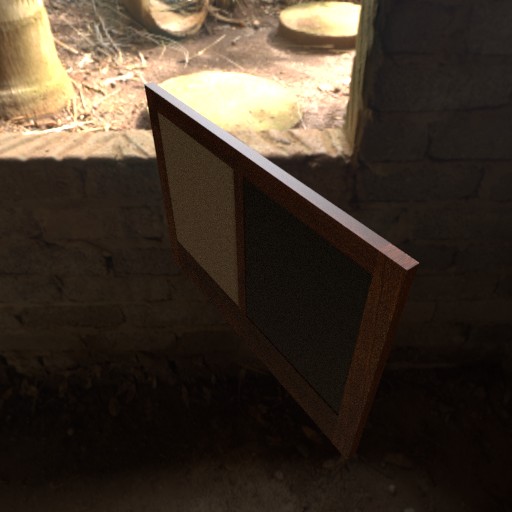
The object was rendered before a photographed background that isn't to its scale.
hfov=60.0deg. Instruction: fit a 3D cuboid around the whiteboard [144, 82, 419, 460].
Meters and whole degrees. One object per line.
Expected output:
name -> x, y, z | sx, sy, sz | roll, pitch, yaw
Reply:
whiteboard -> 0.000, 0.000, 0.995 | 0.083, 0.553, 0.768 | -26, 48, -26
